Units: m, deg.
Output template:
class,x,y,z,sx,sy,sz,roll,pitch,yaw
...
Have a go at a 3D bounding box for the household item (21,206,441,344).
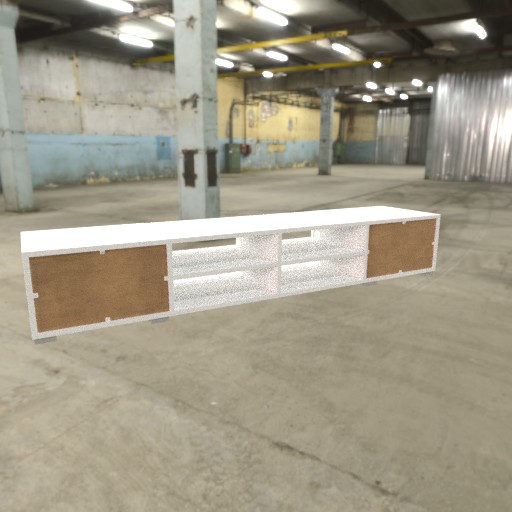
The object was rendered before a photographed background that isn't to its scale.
class,x,y,z,sx,sy,sz,roll,pitch,yaw
household item,0.000,0.000,1.999,1.850,0.310,0.420,-7,15,-27
